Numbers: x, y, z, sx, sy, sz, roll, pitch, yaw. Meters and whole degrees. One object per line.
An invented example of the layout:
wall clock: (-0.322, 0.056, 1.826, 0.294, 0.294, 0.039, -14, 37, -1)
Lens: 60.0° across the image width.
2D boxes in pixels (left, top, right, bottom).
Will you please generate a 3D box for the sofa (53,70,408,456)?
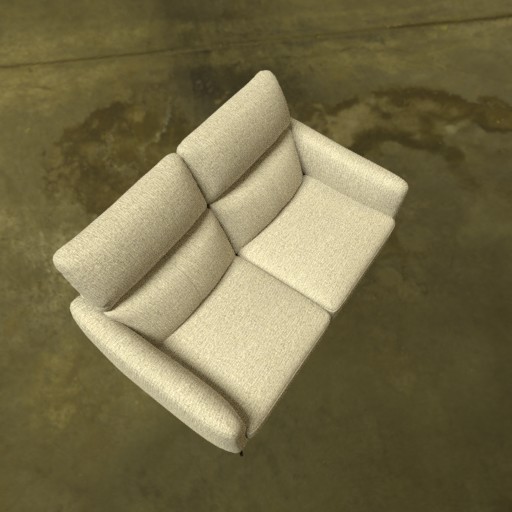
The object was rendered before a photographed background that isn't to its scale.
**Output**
sofa: (0.000, 0.000, 2.117, 0.905, 0.950, 1.540, 31, 63, 18)
